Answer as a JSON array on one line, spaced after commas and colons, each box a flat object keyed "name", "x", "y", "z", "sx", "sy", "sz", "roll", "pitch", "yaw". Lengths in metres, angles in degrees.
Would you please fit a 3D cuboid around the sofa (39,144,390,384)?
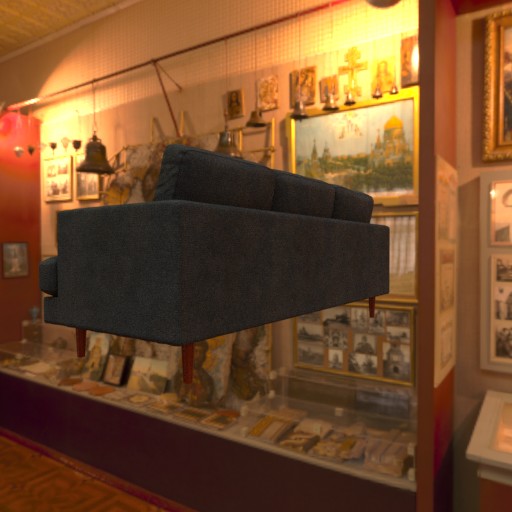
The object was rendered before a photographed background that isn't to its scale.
[{"name": "sofa", "x": 0.000, "y": 0.000, "z": 2.683, "sx": 0.903, "sy": 0.930, "sz": 2.246, "roll": 1, "pitch": 1, "yaw": 35}]
